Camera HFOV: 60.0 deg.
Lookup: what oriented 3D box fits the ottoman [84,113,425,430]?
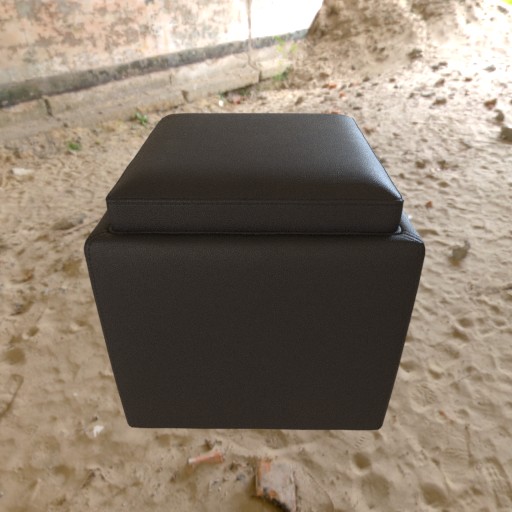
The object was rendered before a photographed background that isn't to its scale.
[{"bbox_3d":[0.000,0.000,0.822,0.450,0.460,0.451,0,32,1],"label":"ottoman"}]
